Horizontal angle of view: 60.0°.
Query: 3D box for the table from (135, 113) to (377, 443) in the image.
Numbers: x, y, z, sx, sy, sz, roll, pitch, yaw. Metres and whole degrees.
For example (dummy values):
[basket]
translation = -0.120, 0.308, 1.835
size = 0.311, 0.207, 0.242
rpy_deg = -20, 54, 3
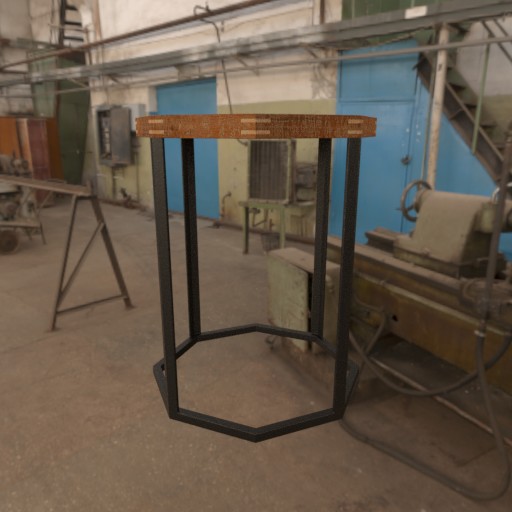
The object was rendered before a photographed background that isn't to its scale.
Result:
[table]
translation = 0.000, 0.000, 0.913
size = 0.458, 0.543, 0.458
rpy_deg = -15, 22, -43
